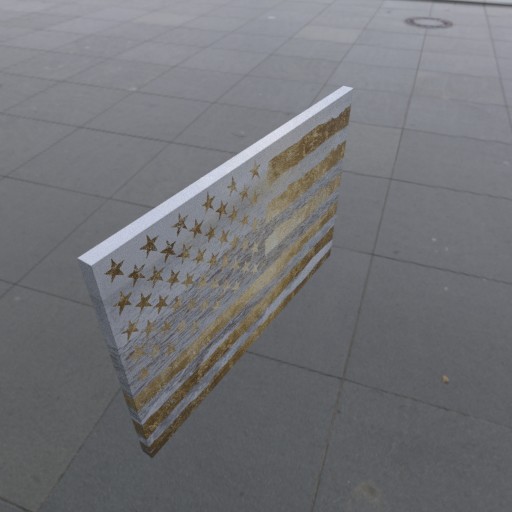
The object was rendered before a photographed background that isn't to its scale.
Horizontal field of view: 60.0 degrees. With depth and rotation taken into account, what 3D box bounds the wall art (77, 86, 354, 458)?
[{"bbox_3d":[0.000,0.000,1.442,0.041,0.762,1.145,24,46,26],"label":"wall art"}]
